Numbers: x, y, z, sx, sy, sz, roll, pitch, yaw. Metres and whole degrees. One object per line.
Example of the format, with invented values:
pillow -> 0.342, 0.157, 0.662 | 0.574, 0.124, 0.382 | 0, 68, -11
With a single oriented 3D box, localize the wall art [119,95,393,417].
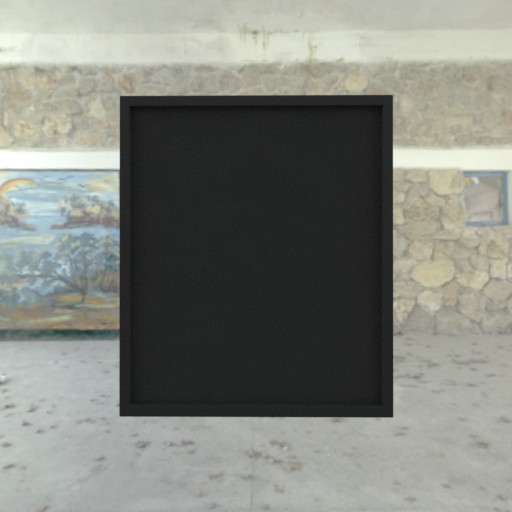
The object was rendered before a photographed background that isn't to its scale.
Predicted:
wall art -> 0.000, 0.000, 0.710 | 0.432, 0.508, 0.021 | 0, 0, 1
